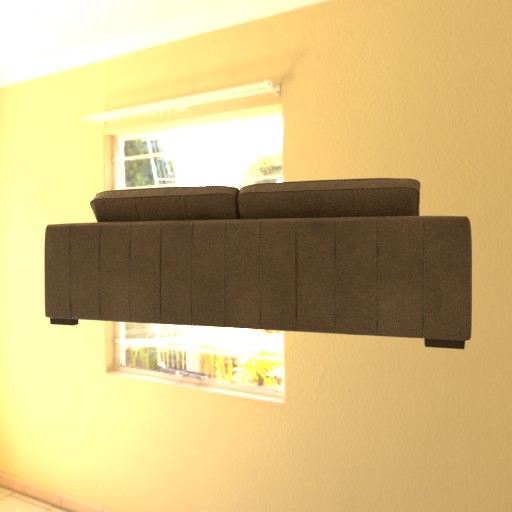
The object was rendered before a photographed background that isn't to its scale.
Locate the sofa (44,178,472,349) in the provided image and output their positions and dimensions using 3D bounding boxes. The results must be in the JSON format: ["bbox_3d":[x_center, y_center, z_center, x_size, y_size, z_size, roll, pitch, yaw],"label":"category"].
[{"bbox_3d":[0.000,0.000,2.727,2.262,0.801,1.070,0,1,17],"label":"sofa"}]
